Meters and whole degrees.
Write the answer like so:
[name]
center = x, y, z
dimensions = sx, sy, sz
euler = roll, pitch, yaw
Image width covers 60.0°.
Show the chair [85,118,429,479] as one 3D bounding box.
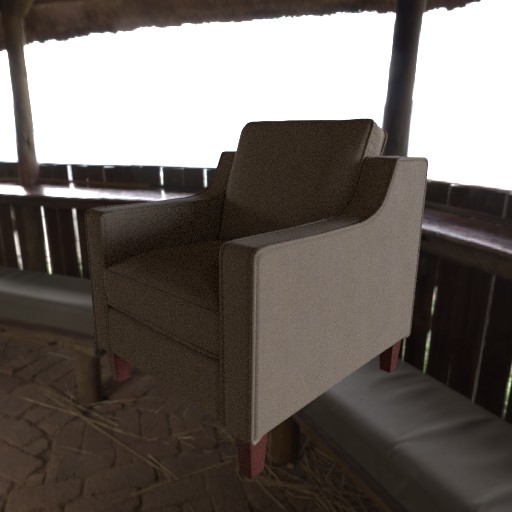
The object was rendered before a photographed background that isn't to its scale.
[chair]
center = 0.000, 0.000, 1.612
dimensions = 0.831, 0.960, 0.909
euler = 14, 21, 42
